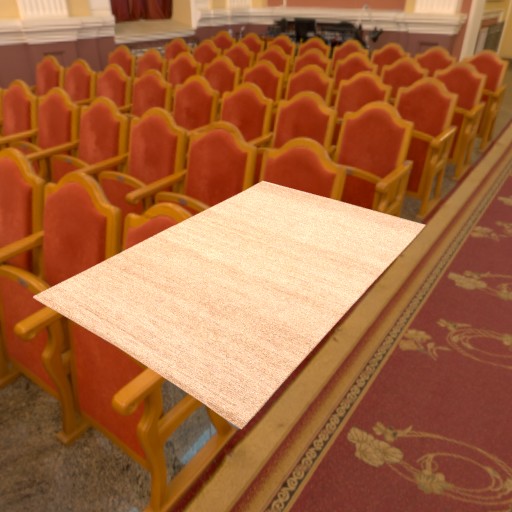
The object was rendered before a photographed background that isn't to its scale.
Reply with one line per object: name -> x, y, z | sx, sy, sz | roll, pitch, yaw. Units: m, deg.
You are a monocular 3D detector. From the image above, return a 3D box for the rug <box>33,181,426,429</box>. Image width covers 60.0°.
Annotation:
rug -> 0.000, 0.000, 3.045 | 1.574, 0.029, 2.346 | 21, 37, 31
